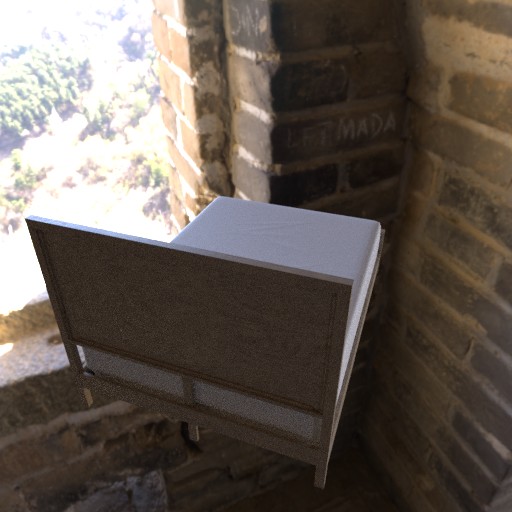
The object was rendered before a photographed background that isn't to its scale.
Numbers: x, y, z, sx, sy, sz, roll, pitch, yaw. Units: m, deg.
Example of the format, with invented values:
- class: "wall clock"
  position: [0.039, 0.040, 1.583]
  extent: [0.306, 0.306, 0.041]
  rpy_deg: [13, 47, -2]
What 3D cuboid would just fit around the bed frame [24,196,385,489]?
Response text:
- class: "bed frame"
  position: [0.000, 0.000, 3.167]
  extent: [1.606, 1.369, 2.189]
  rpy_deg: [11, 34, 17]
